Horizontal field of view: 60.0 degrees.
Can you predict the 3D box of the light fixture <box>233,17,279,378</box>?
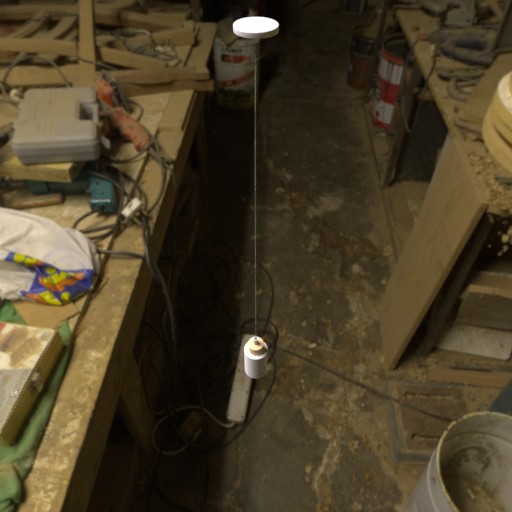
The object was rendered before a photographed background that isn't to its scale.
[{"bbox_3d":[0.000,0.000,1.847,0.125,1.798,0.125,3,45,3],"label":"light fixture"}]
